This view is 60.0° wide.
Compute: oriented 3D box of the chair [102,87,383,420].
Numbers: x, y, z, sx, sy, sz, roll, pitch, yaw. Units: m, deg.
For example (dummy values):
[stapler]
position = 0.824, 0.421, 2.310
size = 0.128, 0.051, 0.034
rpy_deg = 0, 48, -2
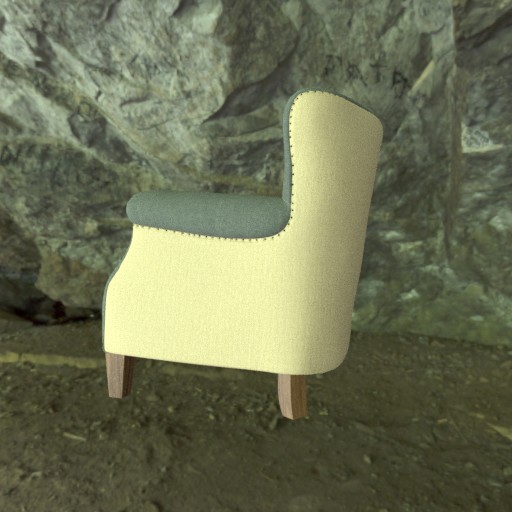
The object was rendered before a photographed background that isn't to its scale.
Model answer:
[chair]
position = 0.000, 0.000, 1.661
size = 0.921, 0.936, 0.861
rpy_deg = 0, -1, 17
